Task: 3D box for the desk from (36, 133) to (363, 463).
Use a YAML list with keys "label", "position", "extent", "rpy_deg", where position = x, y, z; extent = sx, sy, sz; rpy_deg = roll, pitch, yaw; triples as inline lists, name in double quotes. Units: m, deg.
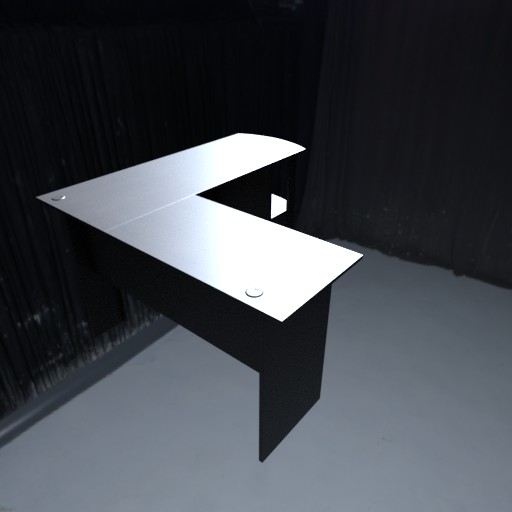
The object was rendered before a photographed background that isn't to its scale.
- label: "desk"
  position: [0.000, 0.000, 2.159]
  extent: [1.303, 0.716, 1.361]
  rpy_deg: [23, 38, 33]
